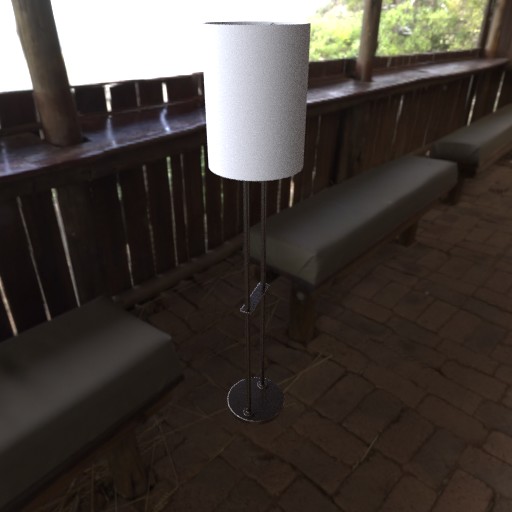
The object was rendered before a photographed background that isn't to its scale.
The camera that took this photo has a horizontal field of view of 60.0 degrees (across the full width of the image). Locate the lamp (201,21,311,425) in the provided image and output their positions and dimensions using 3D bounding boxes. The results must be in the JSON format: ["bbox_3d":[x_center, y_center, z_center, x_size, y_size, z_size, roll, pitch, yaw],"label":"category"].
[{"bbox_3d":[0.000,0.000,1.610,0.305,1.500,0.306,11,31,18],"label":"lamp"}]
